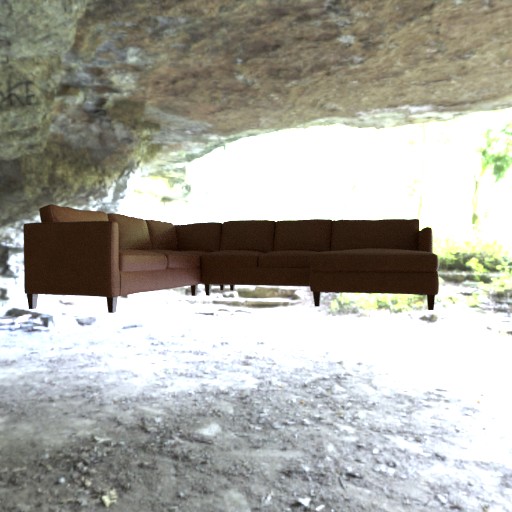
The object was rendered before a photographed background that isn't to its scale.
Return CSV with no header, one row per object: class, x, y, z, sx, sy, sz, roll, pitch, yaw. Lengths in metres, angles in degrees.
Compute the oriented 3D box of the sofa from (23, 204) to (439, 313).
sofa,0.000,0.000,4.515,3.460,0.923,2.593,0,0,17
